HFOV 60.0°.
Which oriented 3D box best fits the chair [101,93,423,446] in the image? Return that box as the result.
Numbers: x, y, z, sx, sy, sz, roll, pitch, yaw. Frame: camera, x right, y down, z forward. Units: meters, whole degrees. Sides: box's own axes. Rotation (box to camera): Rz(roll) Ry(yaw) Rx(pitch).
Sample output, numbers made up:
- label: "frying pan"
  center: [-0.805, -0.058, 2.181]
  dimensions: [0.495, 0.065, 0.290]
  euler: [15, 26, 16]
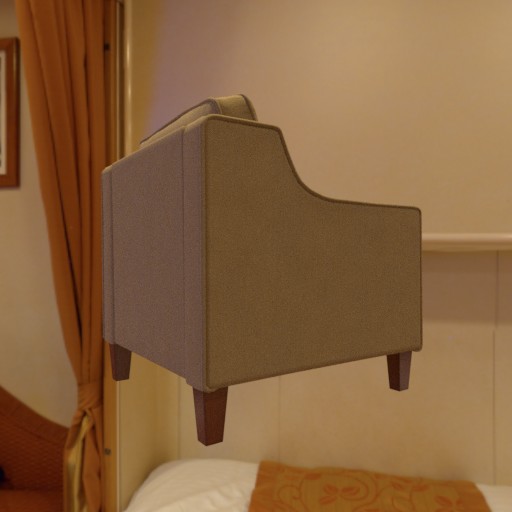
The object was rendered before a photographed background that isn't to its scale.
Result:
- label: "chair"
  center: [0.000, 0.000, 1.666]
  dimensions: [0.909, 0.960, 0.831]
  euler: [0, 0, -35]
